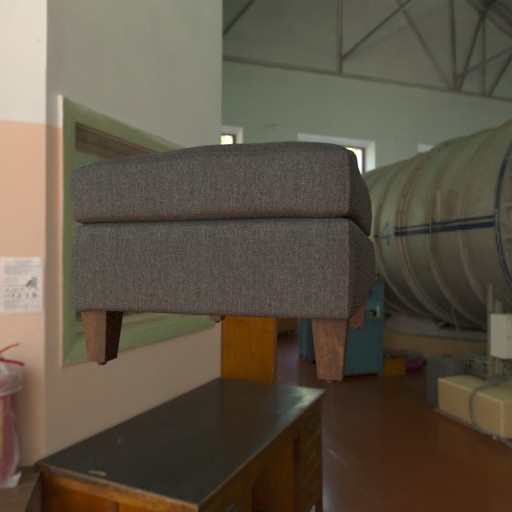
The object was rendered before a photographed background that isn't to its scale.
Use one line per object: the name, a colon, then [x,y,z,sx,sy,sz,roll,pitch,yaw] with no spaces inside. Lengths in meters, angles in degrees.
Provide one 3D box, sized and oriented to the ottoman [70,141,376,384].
ottoman: [0.000,0.000,1.262,0.639,0.496,0.826,0,-1,17]
